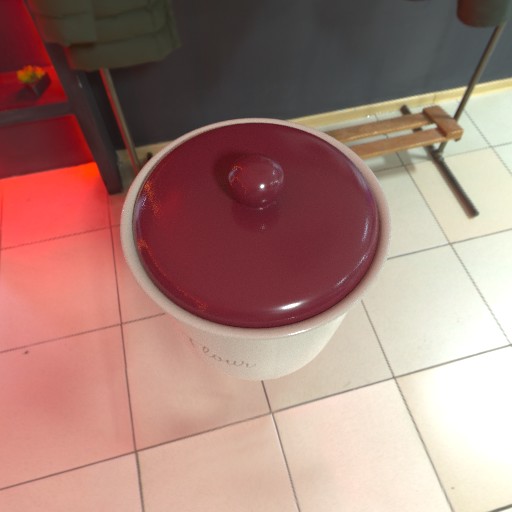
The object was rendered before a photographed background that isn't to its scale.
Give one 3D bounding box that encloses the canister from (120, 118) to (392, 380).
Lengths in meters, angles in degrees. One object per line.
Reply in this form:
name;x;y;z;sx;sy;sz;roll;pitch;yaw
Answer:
canister;0.000;0.000;0.349;0.182;0.208;0.182;0;59;0
